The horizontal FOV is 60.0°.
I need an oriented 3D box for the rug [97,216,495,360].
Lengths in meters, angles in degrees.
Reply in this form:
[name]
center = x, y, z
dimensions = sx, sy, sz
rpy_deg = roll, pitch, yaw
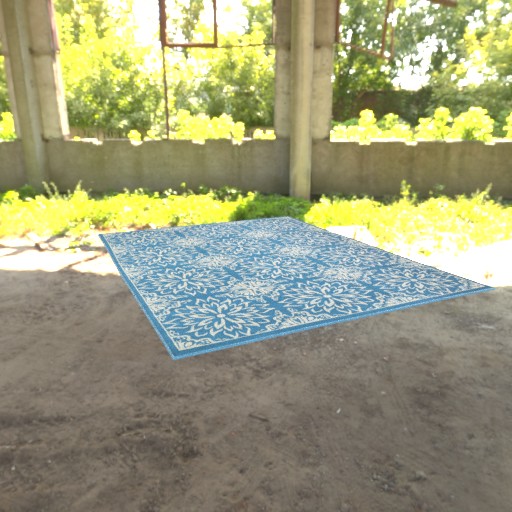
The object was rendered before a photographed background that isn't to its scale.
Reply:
[rug]
center = 0.000, 0.000, 3.941
dimensions = 2.350, 0.018, 2.964
rpy_deg = -8, 18, -25
